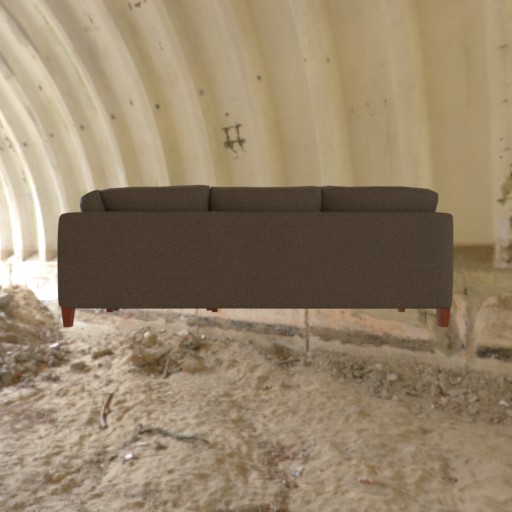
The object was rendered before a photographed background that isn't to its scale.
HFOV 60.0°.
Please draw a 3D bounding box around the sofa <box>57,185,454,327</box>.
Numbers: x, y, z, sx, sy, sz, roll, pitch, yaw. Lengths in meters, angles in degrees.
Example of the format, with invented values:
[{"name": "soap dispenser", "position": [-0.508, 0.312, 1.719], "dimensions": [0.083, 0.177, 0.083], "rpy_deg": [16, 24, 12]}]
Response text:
[{"name": "sofa", "position": [0.000, 0.000, 4.465], "dimensions": [2.593, 0.947, 3.302], "rpy_deg": [0, -1, 0]}]
